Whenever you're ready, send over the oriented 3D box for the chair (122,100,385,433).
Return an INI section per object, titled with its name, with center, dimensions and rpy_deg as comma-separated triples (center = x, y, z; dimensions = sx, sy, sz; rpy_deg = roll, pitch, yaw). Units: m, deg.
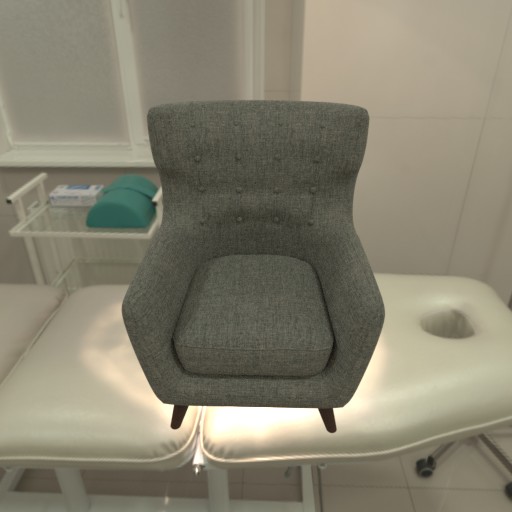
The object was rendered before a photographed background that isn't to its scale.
[chair]
center = 0.000, 0.000, 1.775
dimensions = 0.878, 1.063, 0.904
rpy_deg = 1, 29, 1
